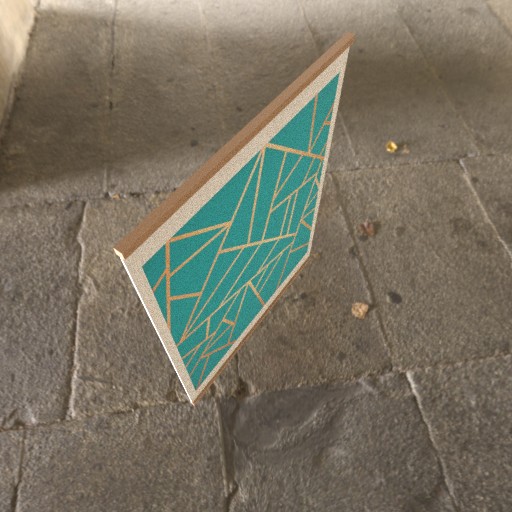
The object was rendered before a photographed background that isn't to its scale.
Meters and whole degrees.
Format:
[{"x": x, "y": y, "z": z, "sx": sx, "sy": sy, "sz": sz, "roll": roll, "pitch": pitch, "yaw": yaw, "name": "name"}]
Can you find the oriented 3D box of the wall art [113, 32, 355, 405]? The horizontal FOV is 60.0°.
[{"x": 0.000, "y": 0.000, "z": 0.791, "sx": 0.012, "sy": 0.608, "sz": 0.459, "roll": 32, "pitch": 63, "yaw": 18, "name": "wall art"}]
